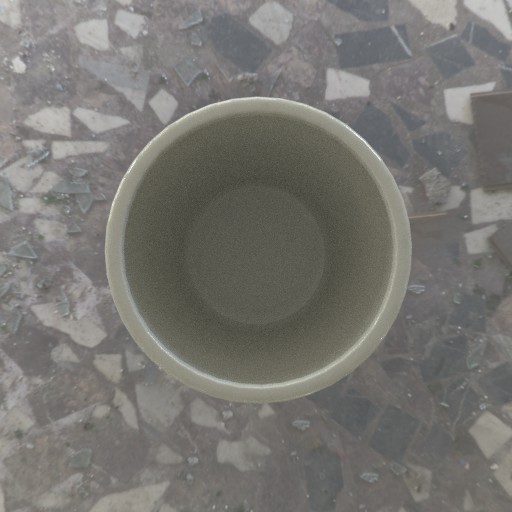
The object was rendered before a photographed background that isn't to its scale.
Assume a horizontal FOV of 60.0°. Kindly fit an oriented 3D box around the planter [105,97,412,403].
[{"bbox_3d":[0.000,0.000,0.474,0.217,0.331,0.217,0,88,-1],"label":"planter"}]
